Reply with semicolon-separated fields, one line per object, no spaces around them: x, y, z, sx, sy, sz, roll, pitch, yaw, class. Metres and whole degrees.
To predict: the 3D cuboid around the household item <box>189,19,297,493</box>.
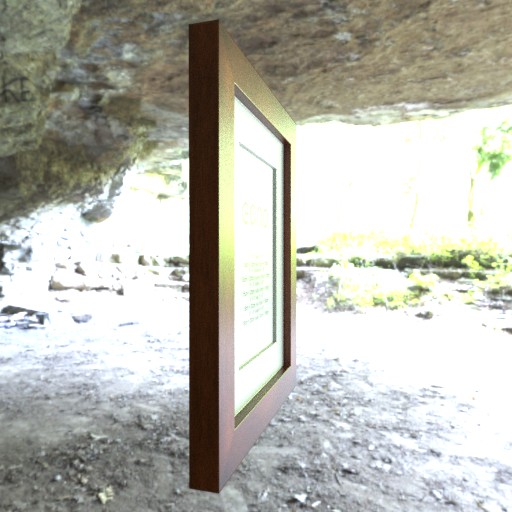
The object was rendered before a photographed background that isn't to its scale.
0.000;0.000;0.332;0.020;0.250;0.200;0;1;17;household item
